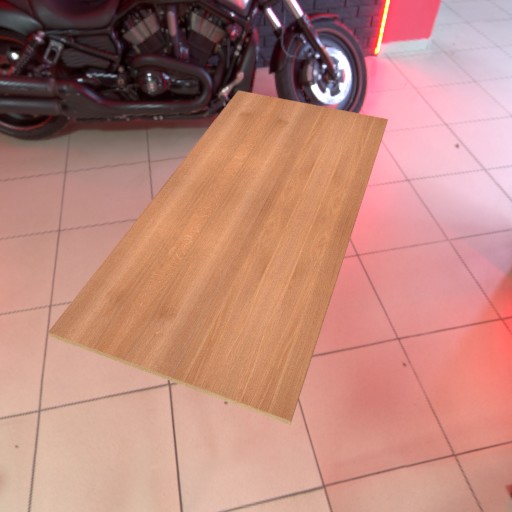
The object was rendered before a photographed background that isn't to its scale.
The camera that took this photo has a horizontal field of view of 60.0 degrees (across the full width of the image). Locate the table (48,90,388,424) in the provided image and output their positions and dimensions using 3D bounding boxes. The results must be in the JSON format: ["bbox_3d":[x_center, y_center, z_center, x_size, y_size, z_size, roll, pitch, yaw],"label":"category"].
[{"bbox_3d":[0.000,0.000,2.300,0.900,0.750,1.800,16,51,13],"label":"table"}]
